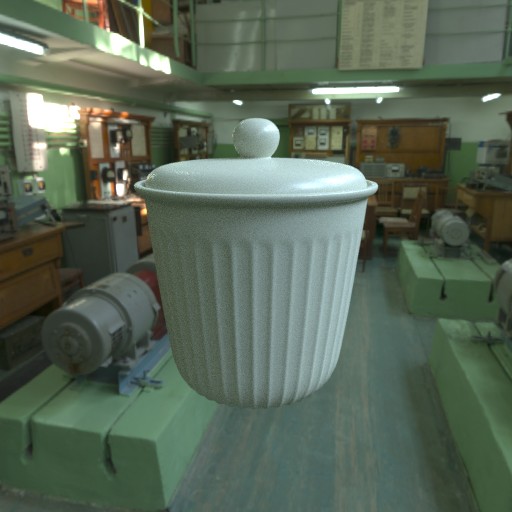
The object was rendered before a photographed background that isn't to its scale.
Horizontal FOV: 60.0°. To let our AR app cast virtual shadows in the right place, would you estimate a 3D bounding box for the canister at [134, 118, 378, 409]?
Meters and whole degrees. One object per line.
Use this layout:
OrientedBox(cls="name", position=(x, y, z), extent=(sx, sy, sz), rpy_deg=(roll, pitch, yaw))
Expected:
OrientedBox(cls="canister", position=(0.000, 0.000, 0.354), extent=(0.181, 0.211, 0.181), rpy_deg=(0, 15, 0))
